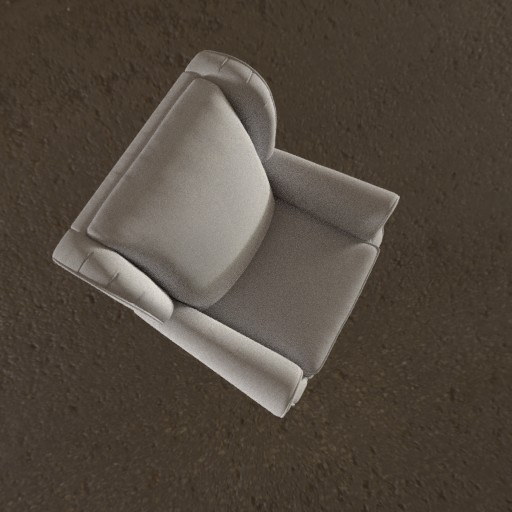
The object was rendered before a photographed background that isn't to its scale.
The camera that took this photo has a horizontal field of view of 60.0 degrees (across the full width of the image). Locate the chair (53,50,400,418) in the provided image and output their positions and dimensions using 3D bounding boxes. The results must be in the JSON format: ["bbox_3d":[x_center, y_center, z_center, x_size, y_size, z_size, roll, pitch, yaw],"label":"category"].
[{"bbox_3d":[0.000,0.000,1.662,0.854,0.967,0.906,29,76,8],"label":"chair"}]
